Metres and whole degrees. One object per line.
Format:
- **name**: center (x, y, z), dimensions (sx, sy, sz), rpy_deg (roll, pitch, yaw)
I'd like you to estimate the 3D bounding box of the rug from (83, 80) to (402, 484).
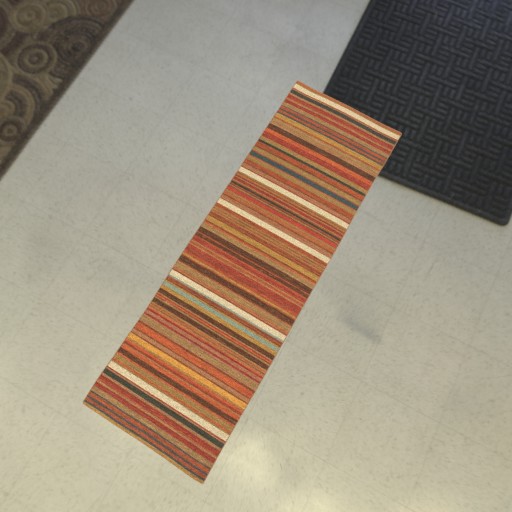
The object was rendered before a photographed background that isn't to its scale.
- **rug**: center (0.000, 0.000, 2.682), dimensions (0.799, 0.030, 2.444), rpy_deg (30, 76, 8)
